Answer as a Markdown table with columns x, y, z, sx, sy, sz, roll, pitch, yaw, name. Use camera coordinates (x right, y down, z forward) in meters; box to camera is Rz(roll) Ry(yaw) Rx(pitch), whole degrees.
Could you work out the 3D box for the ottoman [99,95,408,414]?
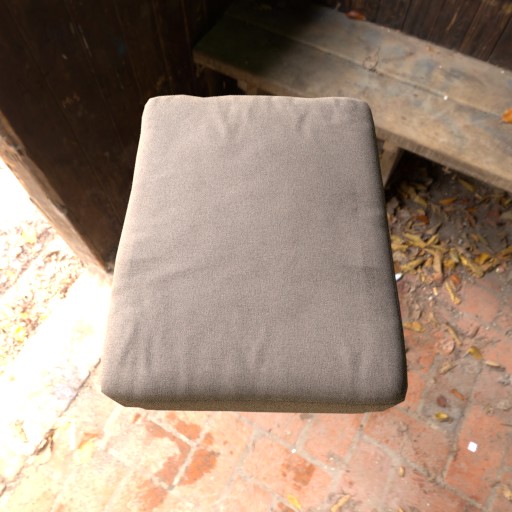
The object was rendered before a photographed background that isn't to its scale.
| x | y | z | sx | sy | sz | roll | pitch | yaw | name |
| --- | --- | --- | --- | --- | --- | --- | --- | --- | --- |
| 0.000 | 0.000 | 1.319 | 0.692 | 0.511 | 0.902 | 1 | 63 | 0 | ottoman |
